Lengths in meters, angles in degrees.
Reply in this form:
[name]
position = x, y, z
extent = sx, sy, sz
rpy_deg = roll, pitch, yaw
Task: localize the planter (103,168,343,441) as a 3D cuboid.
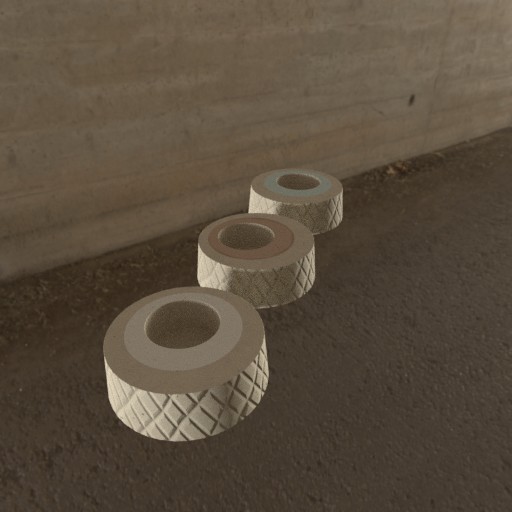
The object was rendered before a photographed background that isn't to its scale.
[planter]
position = 0.000, 0.000, 0.420
extent = 0.114, 0.038, 0.390
rpy_deg = 11, 33, 17
